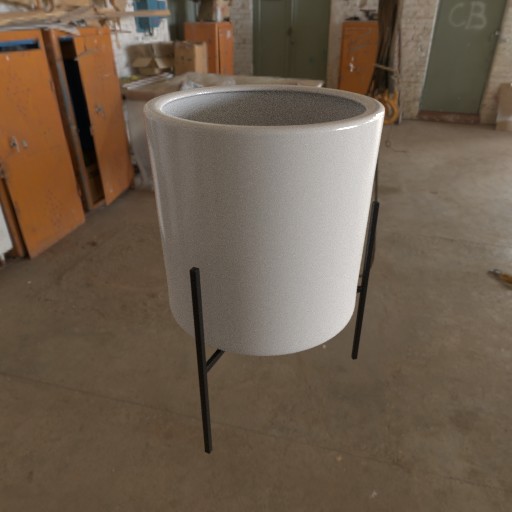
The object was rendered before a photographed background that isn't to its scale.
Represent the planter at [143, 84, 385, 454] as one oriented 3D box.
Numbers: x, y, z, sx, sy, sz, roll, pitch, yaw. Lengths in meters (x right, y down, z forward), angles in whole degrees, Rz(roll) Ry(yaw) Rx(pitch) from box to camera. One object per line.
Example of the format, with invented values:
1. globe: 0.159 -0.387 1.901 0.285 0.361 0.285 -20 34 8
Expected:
1. planter: 0.000 0.000 0.638 0.307 0.431 0.308 -21 35 -33
